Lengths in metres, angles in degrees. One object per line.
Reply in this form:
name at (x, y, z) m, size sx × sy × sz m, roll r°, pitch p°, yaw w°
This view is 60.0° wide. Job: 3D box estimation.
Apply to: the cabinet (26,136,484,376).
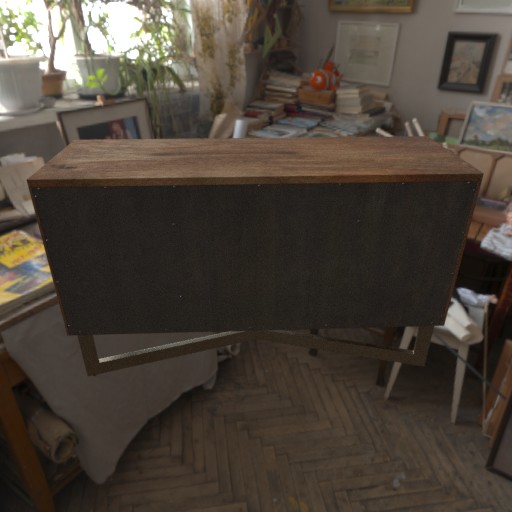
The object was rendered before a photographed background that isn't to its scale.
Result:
cabinet at (0.000, 0.000, 1.735) m, size 1.373 × 0.812 × 0.480 m, roll -1°, pitch 29°, yaw -2°
